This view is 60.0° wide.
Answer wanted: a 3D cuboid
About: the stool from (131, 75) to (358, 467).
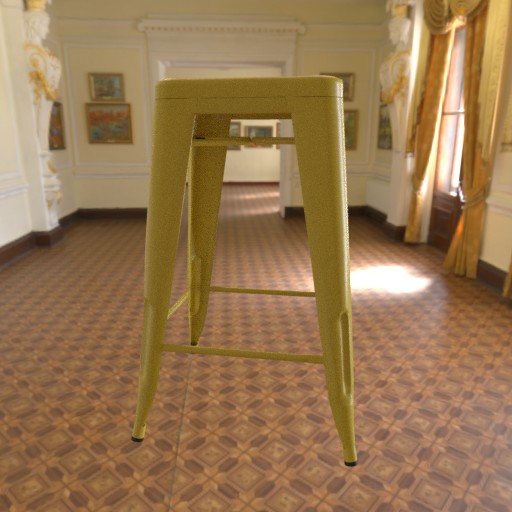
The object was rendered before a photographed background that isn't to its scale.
[{"bbox_3d":[0.000,0.000,0.845,0.399,0.609,0.359,2,15,9],"label":"stool"}]
